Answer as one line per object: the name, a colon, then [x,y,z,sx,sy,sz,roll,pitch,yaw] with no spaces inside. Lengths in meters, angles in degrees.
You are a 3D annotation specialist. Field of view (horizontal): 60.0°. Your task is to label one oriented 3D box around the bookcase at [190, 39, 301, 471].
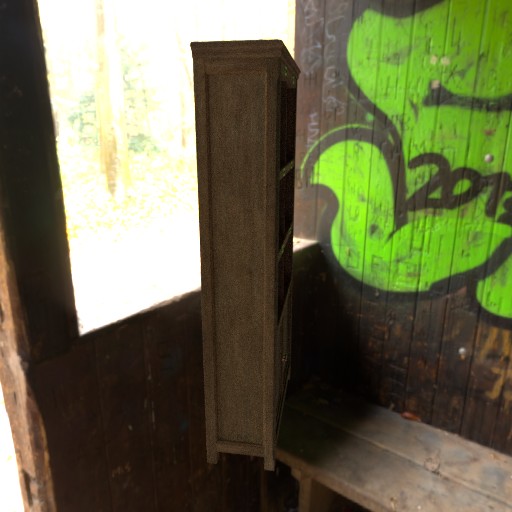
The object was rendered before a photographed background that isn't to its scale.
bookcase: [0.000,0.000,2.282,0.348,1.880,0.906,3,17,9]
